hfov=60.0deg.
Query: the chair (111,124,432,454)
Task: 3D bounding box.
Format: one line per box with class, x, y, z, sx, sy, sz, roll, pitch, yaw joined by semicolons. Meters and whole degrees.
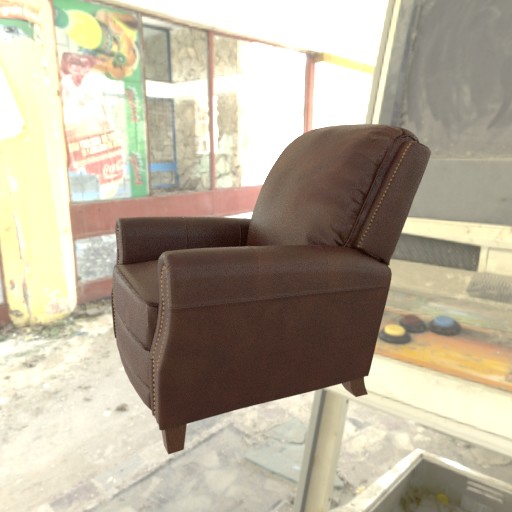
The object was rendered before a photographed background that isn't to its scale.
chair;0.000;0.000;1.772;1.089;1.022;0.826;-7;15;-26
